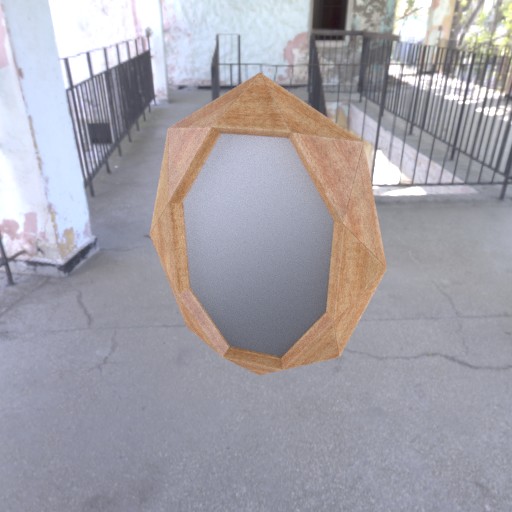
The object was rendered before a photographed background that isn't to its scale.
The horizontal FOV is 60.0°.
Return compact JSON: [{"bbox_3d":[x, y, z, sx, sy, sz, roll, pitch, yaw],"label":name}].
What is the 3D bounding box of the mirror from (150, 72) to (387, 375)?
[{"bbox_3d":[0.000,0.000,1.014,0.577,0.774,0.070,8,29,15],"label":"mirror"}]
